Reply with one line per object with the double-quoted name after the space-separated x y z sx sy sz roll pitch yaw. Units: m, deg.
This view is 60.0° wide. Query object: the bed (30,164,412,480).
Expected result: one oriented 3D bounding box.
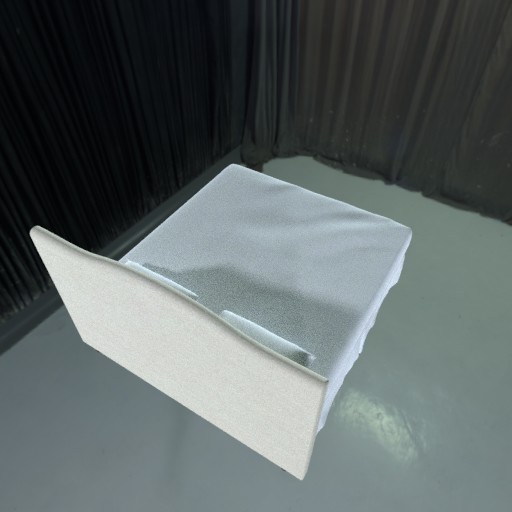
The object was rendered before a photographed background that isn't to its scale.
0.000 0.000 3.516 2.083 1.421 2.182 24 51 22 "bed"
